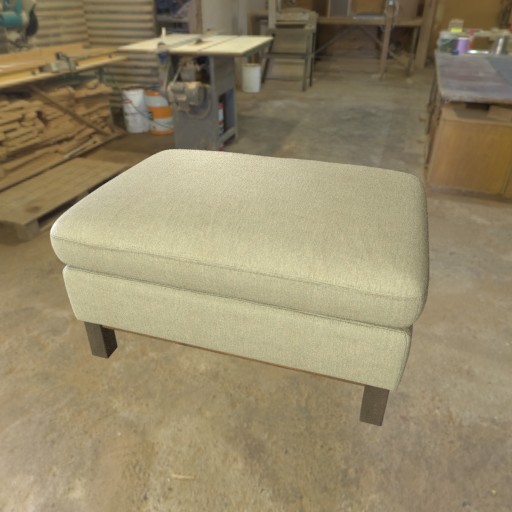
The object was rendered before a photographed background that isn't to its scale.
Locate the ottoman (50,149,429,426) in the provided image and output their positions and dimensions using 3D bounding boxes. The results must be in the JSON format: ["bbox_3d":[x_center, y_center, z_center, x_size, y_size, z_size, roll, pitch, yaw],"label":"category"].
[{"bbox_3d":[0.000,0.000,1.053,0.735,0.404,0.528,9,32,15],"label":"ottoman"}]
